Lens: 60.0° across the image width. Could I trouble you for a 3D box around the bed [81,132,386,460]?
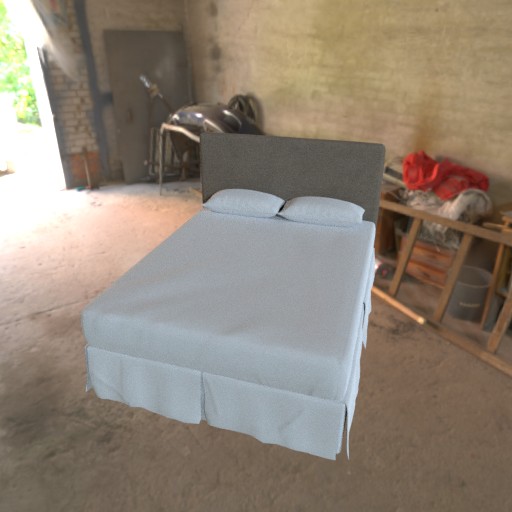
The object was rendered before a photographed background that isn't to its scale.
[{"bbox_3d":[0.000,0.000,3.264,1.723,1.330,2.142,8,28,16],"label":"bed"}]
